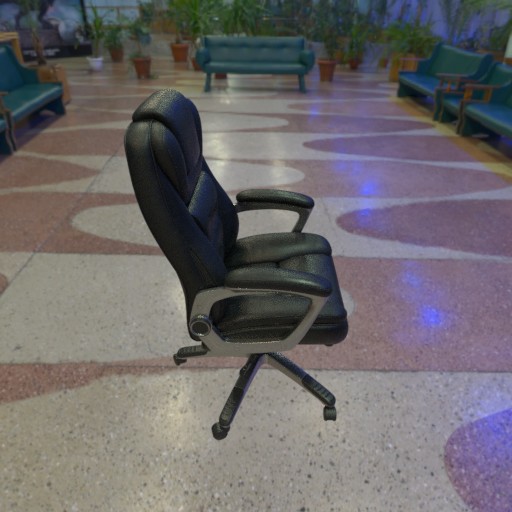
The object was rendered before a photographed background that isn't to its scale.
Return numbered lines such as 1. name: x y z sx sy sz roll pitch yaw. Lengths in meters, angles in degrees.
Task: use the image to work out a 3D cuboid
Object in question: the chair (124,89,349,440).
1. chair: 0.000 0.000 1.541 0.689 1.075 0.697 1 31 1
